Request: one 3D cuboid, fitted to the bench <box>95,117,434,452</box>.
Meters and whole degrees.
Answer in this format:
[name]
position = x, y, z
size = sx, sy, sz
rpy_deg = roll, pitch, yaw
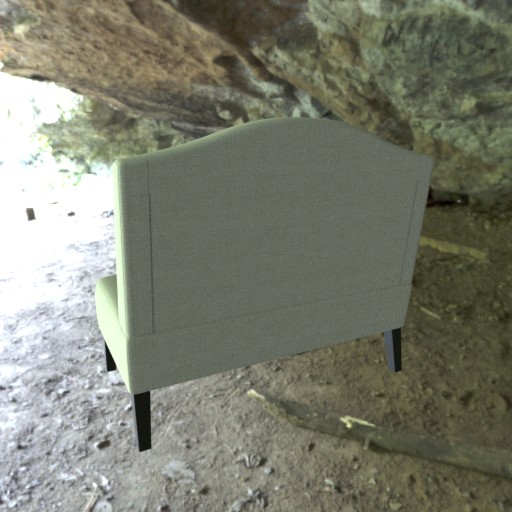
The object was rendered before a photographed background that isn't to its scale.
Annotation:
[bench]
position = 0.000, 0.000, 2.034
size = 1.335, 1.180, 0.815
rpy_deg = -7, 16, -27
